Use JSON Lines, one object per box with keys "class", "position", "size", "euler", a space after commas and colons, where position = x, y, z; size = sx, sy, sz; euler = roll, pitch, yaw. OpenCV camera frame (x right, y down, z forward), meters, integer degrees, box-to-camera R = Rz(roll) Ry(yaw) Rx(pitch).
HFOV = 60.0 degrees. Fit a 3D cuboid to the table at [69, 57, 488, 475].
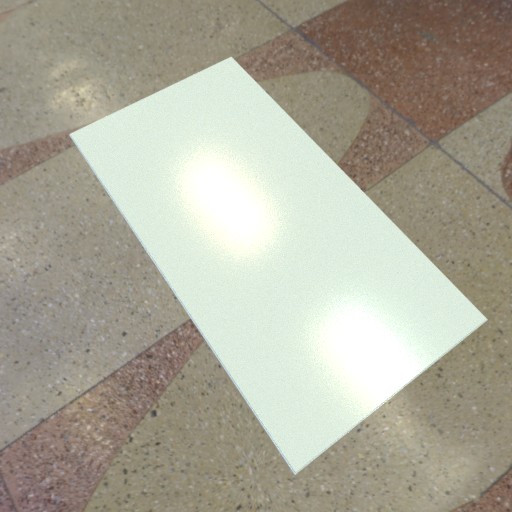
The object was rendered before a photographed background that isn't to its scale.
{"class": "table", "position": [0.000, 0.000, 1.346], "size": [0.559, 0.457, 1.067], "euler": [-32, 68, -15]}
